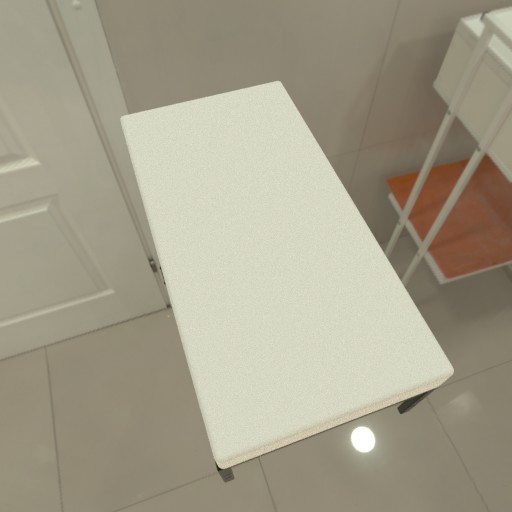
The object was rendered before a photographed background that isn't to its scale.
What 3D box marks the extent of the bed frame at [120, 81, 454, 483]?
[{"bbox_3d":[0.000,0.000,2.433,1.023,0.659,1.950,-17,59,-10],"label":"bed frame"}]
